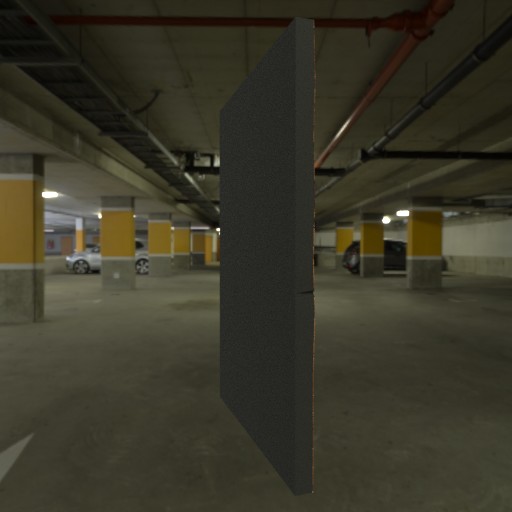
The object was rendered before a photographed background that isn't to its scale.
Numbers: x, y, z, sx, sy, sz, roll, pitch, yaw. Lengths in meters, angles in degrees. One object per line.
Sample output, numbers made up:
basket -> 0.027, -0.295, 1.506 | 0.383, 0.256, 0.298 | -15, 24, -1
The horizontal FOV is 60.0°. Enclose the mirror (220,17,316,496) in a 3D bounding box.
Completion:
mirror -> 0.000, 0.000, 1.138 | 0.044, 0.912, 0.606 | 0, 1, -18
